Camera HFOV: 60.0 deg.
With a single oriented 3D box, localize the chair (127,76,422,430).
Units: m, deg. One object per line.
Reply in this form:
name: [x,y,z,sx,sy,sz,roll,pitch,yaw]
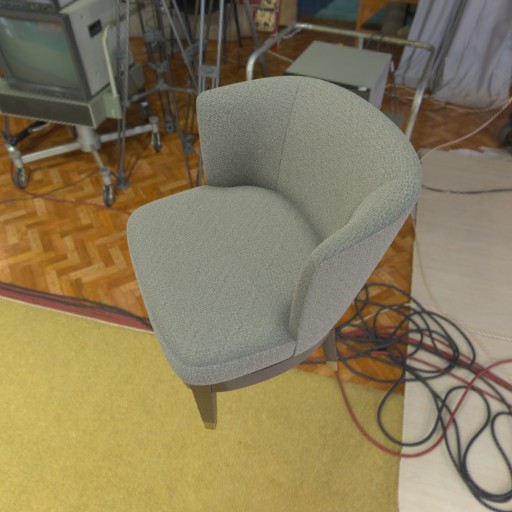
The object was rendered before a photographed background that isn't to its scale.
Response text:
chair: [0.000,0.000,1.254,0.660,0.760,0.700,-17,48,-16]
